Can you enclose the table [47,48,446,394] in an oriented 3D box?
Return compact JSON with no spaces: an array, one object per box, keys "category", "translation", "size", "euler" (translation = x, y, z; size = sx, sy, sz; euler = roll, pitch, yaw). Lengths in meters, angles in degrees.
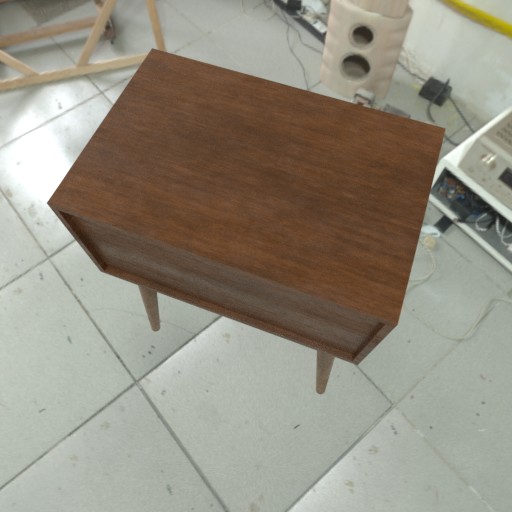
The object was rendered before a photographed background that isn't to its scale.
[{"category":"table","translation":[0.000,0.000,0.853],"size":[0.454,0.580,0.307],"euler":[19,66,9]}]
